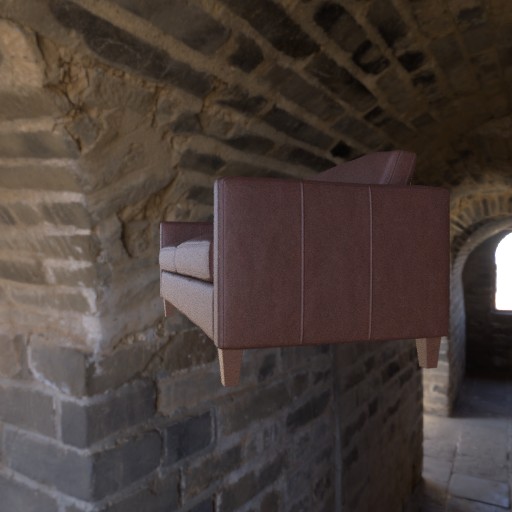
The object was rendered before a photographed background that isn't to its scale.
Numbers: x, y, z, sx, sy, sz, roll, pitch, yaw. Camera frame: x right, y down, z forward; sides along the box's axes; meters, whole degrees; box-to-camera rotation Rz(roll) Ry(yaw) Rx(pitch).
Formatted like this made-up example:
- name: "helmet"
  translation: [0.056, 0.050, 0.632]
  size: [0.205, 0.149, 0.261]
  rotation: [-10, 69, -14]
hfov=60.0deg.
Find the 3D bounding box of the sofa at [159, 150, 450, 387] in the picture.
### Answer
- name: "sofa"
  translation: [0.000, 0.000, 2.437]
  size: [0.923, 0.863, 1.971]
  rotation: [0, 0, -17]
